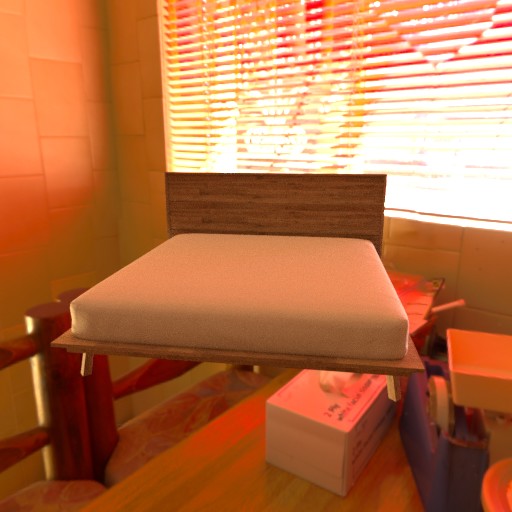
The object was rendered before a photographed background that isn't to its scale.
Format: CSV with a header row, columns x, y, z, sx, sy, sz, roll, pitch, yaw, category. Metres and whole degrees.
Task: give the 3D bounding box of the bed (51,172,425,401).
x,y,z,sx,sy,sz,roll,pitch,yaw,category
0.000,0.000,3.353,2.116,1.100,2.167,2,15,8,bed
